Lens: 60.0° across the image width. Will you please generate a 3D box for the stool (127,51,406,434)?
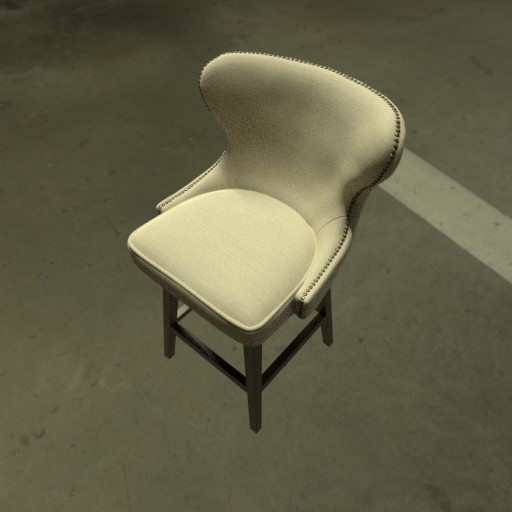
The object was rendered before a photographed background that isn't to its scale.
[{"bbox_3d":[0.000,0.000,1.345,0.615,0.972,0.597,32,54,26],"label":"stool"}]
